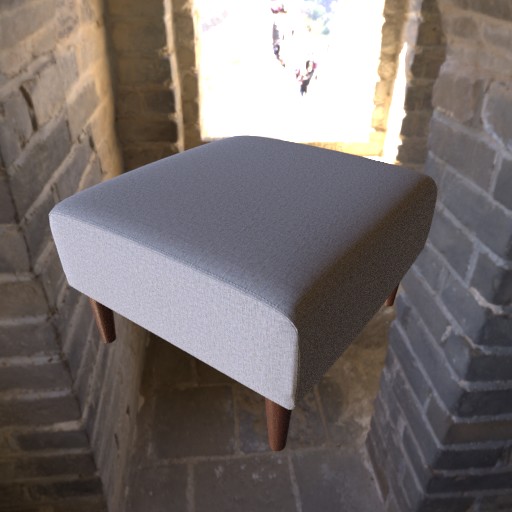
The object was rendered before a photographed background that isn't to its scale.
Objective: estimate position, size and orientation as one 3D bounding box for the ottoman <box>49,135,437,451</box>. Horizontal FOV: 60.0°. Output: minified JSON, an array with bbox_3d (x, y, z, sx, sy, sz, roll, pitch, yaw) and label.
[{"bbox_3d":[0.000,0.000,1.070,0.648,0.399,0.655,21,37,30],"label":"ottoman"}]
